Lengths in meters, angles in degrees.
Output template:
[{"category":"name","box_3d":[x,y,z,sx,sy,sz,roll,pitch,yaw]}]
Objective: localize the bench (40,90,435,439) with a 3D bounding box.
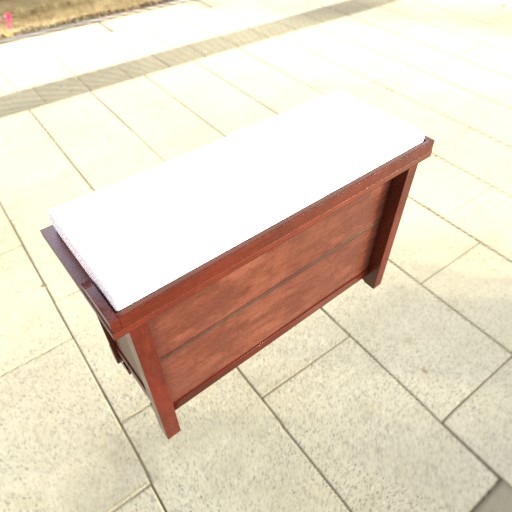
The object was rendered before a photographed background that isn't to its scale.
[{"category":"bench","box_3d":[0.000,0.000,1.329,0.987,0.646,0.369,-30,53,-26]}]
